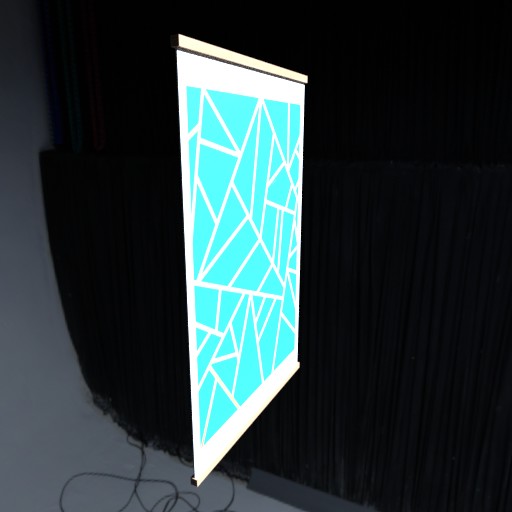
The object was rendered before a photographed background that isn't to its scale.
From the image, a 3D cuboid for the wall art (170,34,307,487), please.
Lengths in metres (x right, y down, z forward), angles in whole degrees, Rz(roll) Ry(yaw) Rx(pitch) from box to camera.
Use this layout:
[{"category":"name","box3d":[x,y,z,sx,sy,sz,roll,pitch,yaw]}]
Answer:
[{"category":"wall art","box3d":[0.000,0.000,1.864,0.030,1.519,0.990,8,17,26]}]
